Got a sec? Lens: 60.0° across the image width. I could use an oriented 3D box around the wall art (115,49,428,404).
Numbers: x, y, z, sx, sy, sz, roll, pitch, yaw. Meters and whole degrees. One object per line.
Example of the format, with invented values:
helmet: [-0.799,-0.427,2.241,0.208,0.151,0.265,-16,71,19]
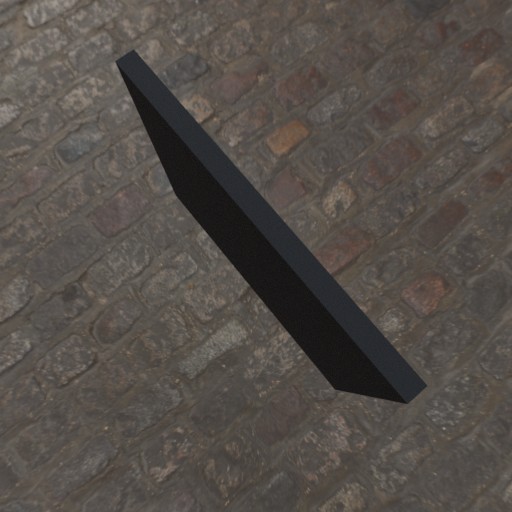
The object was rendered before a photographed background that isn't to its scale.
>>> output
wall art: [0.000,0.000,0.757,0.031,0.457,0.558,-38,78,-9]
